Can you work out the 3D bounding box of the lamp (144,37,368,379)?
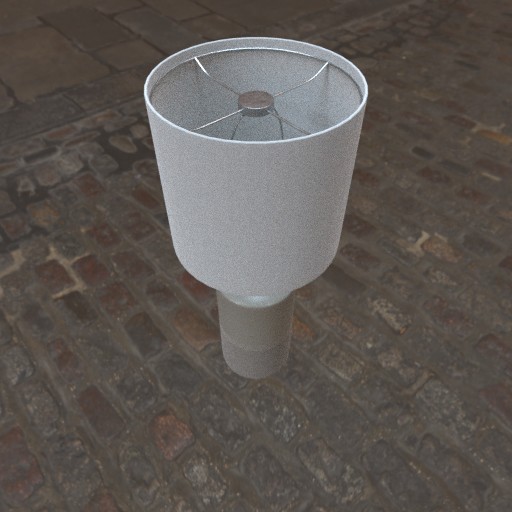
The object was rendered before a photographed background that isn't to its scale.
[{"bbox_3d":[0.000,0.000,0.605,0.212,0.493,0.212,-32,55,-26],"label":"lamp"}]
